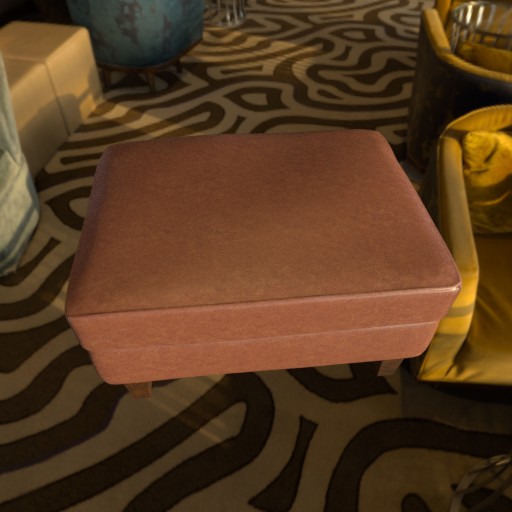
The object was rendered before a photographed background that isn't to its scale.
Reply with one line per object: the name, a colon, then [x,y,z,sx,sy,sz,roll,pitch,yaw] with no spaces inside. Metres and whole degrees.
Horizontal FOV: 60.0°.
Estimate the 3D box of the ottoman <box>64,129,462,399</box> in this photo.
ottoman: [0.000,0.000,1.255,0.851,0.485,0.650,-4,46,-4]
